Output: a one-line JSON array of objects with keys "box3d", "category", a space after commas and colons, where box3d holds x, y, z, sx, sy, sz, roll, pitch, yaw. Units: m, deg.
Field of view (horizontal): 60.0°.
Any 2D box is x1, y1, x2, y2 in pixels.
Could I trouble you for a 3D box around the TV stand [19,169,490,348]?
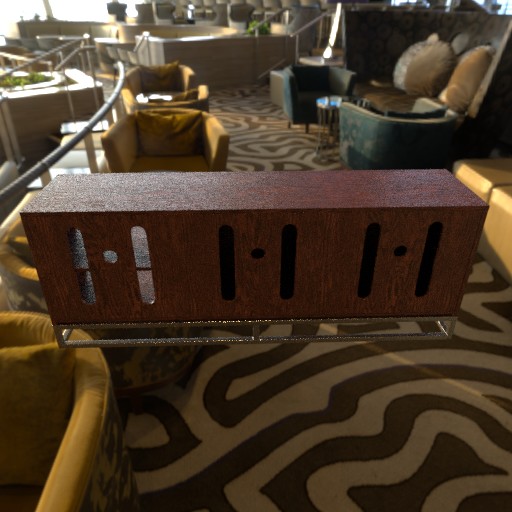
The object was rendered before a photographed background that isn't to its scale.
[{"box3d": [0.000, 0.000, 1.757, 1.541, 0.578, 0.382, -1, 30, -2], "category": "TV stand"}]
